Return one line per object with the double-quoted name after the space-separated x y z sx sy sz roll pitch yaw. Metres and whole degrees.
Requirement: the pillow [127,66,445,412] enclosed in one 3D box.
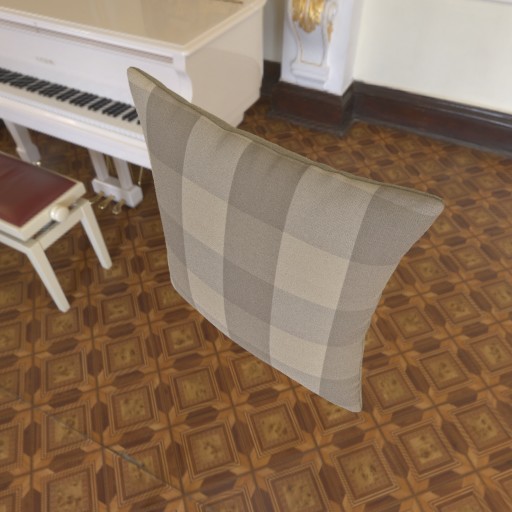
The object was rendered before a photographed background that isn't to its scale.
0.000 0.000 0.756 0.511 0.509 0.161 31 54 26 "pillow"
